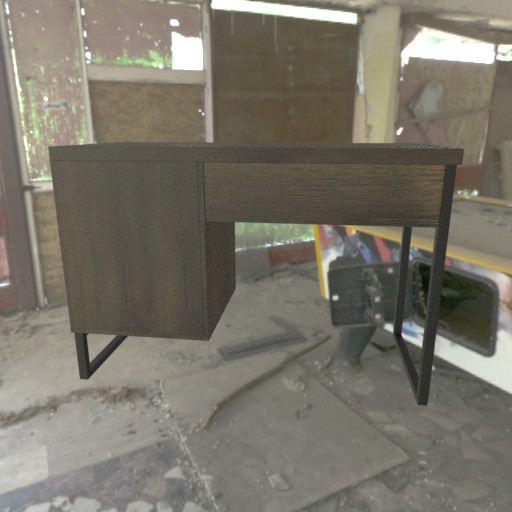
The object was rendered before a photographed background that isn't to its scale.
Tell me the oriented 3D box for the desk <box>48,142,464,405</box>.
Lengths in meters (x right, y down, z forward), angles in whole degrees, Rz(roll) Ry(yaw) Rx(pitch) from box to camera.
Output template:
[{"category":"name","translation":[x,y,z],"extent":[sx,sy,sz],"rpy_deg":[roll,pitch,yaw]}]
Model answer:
[{"category":"desk","translation":[0.000,0.000,1.541],"extent":[1.134,0.752,0.511],"rpy_deg":[2,16,7]}]
